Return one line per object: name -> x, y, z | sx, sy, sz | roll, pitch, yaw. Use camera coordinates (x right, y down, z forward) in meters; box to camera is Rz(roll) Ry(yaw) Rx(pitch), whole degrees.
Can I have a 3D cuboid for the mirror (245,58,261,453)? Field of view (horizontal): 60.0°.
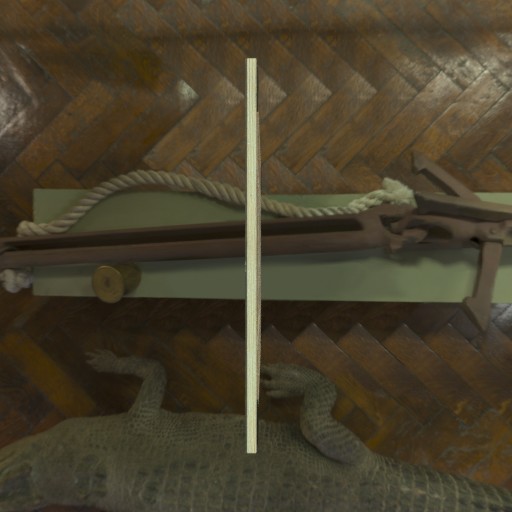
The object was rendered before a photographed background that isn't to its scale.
mirror -> 0.000, 0.000, 1.288 | 0.025, 0.996, 0.705 | 0, 90, 1
